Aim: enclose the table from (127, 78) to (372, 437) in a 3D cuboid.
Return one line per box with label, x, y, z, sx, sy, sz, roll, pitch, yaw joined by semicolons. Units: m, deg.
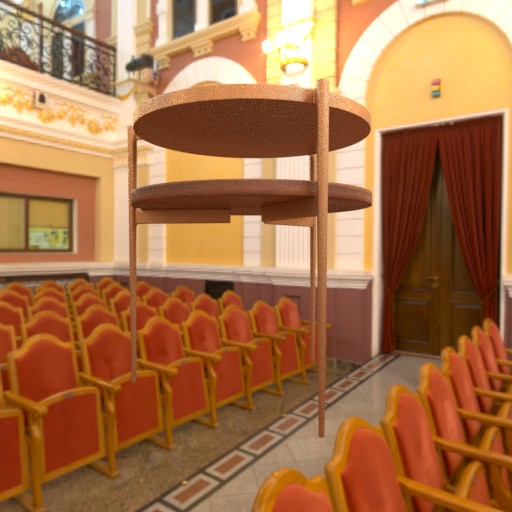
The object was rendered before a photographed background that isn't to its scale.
table;0.000;0.000;0.831;0.430;0.493;0.456;1;2;36
